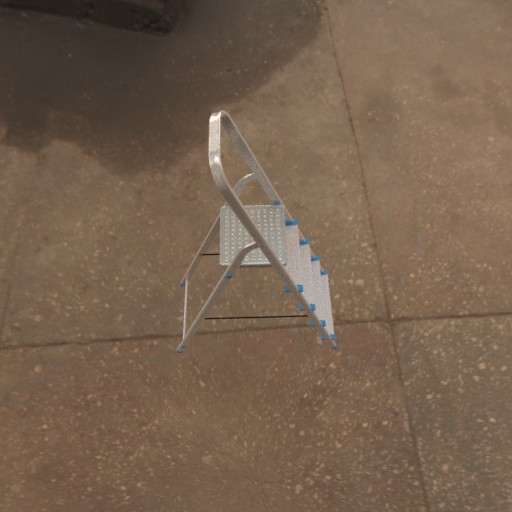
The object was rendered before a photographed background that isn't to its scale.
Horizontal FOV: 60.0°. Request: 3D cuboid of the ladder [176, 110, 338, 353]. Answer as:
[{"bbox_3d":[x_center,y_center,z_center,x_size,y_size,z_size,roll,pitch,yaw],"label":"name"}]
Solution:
[{"bbox_3d":[0.000,0.000,2.090,0.990,1.648,0.468,-1,63,-1],"label":"ladder"}]
